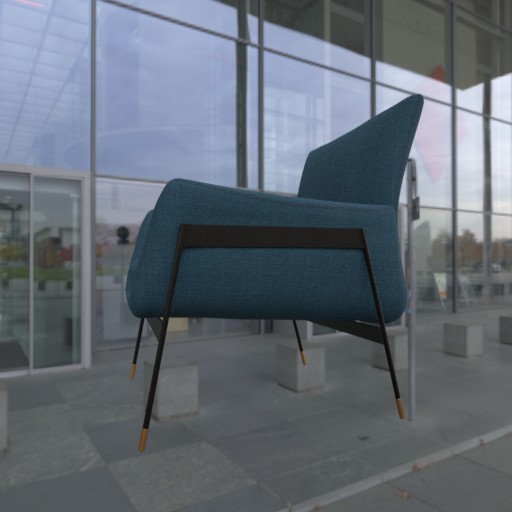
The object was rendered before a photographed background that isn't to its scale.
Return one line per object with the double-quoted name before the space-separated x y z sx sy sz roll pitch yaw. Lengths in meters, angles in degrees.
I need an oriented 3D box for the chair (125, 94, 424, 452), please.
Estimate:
"chair" 0.000 0.000 1.377 0.769 0.859 0.678 0 -1 -18
